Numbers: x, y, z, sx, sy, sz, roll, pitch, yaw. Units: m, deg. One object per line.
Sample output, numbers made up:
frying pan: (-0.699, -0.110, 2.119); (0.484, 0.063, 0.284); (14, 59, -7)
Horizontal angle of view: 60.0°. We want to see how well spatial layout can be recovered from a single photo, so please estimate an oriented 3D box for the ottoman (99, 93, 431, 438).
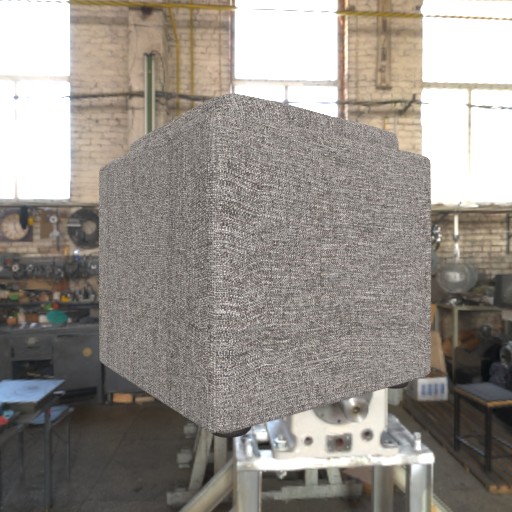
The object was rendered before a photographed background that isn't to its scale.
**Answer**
ottoman: (0.000, 0.000, 0.824); (0.450, 0.460, 0.450); (0, 1, -36)
